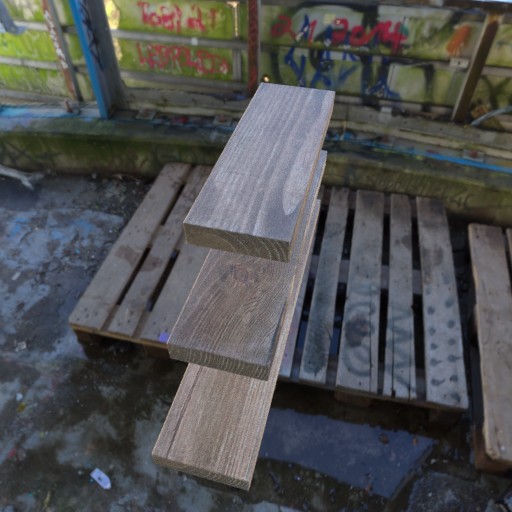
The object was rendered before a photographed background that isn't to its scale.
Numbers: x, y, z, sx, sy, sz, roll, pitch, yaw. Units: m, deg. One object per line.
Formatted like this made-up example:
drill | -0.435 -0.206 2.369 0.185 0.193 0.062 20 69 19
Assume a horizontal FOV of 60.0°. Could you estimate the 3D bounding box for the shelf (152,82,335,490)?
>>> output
shelf | 0.000 0.000 0.727 0.140 0.293 0.610 11 47 10
